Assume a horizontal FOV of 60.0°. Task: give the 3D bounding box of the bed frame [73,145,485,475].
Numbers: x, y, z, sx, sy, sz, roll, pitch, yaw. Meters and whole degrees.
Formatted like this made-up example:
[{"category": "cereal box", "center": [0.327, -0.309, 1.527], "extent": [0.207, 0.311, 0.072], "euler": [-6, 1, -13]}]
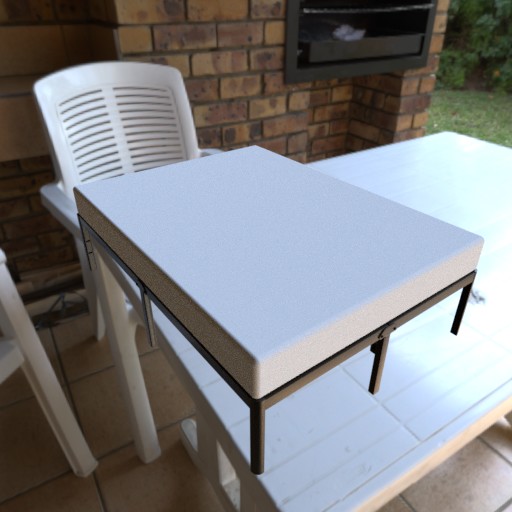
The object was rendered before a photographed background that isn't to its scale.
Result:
[{"category": "bed frame", "center": [0.000, 0.000, 2.813], "extent": [1.557, 0.659, 2.072], "euler": [-21, 37, -31]}]
